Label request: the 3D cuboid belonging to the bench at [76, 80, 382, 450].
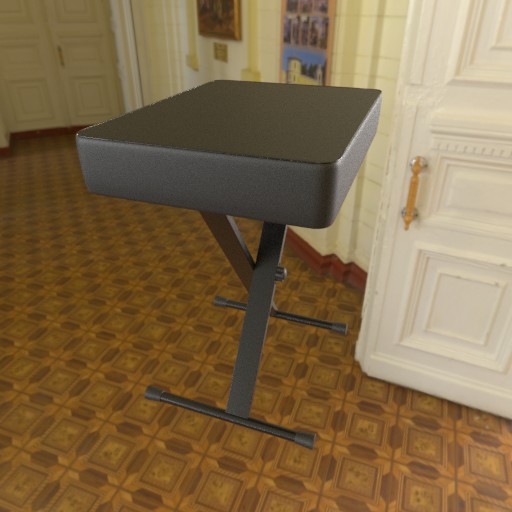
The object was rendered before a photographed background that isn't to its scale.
[{"bbox_3d":[0.000,0.000,0.771,0.321,0.500,0.424,10,32,17],"label":"bench"}]
